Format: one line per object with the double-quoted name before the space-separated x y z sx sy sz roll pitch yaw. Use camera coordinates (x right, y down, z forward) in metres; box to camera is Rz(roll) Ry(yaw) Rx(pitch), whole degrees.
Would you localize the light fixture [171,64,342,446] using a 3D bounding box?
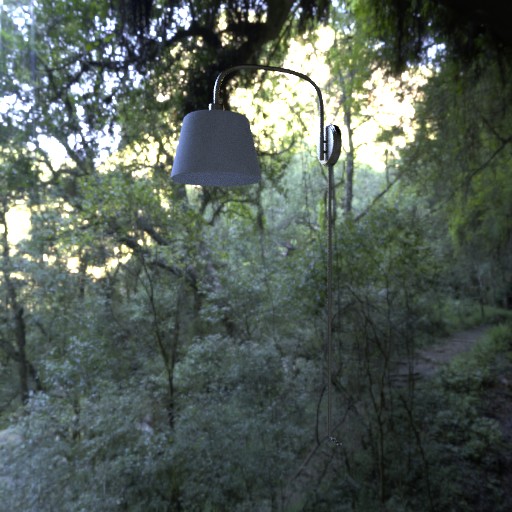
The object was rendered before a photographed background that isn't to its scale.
"light fixture" 0.000 0.000 0.464 0.176 0.399 0.092 0 1 -17
